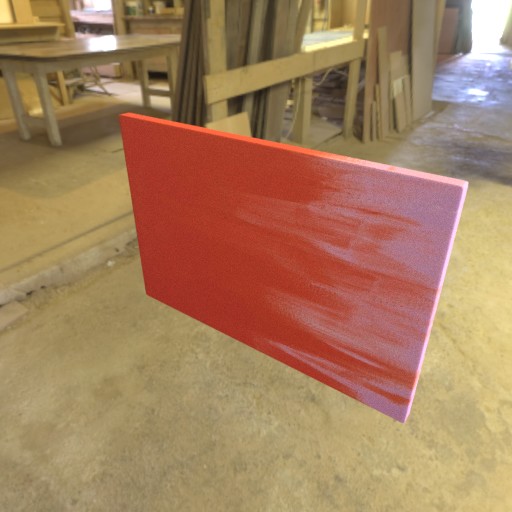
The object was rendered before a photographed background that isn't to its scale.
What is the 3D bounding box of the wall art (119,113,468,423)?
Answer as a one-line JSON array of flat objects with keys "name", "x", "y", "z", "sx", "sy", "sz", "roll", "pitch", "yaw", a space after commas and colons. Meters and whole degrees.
[{"name": "wall art", "x": 0.000, "y": 0.000, "z": 1.160, "sx": 0.913, "sy": 0.609, "sz": 0.040, "roll": 20, "pitch": 36, "yaw": 30}]
